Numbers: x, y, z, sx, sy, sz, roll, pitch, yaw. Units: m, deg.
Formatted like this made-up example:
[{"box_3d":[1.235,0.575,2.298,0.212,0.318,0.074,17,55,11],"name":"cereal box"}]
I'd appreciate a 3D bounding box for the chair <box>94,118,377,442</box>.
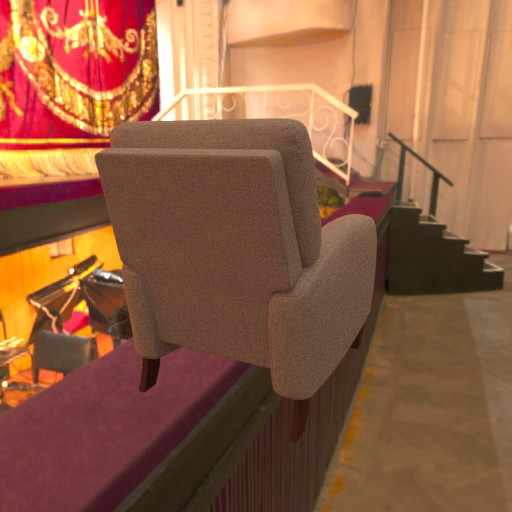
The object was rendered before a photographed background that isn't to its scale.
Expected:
[{"box_3d":[0.000,0.000,1.727,0.762,0.990,0.990,8,17,26],"name":"chair"}]
